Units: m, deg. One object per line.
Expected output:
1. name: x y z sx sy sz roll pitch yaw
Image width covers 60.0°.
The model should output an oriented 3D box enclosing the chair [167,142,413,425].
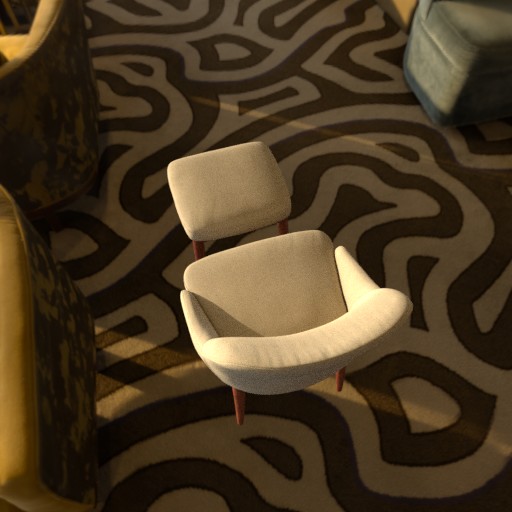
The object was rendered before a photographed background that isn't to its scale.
1. chair: 0.000 0.000 1.574 0.584 0.866 1.114 -15 59 -10
